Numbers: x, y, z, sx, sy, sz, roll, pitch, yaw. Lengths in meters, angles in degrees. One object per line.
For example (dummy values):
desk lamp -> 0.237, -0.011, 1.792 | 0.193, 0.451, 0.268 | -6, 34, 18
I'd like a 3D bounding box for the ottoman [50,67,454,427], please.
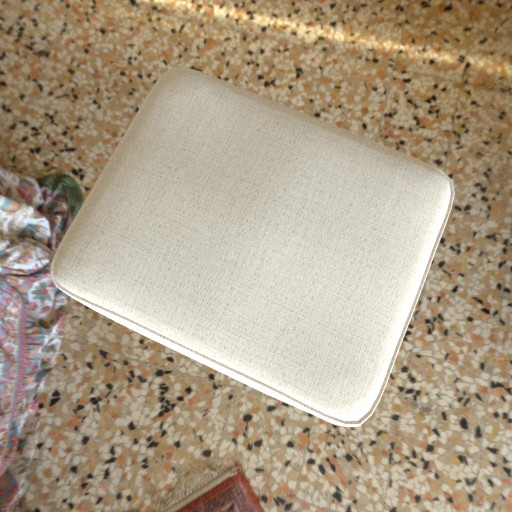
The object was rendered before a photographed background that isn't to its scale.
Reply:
ottoman -> 0.000, 0.000, 1.115 | 0.738, 0.537, 0.589 | 24, 77, 6
